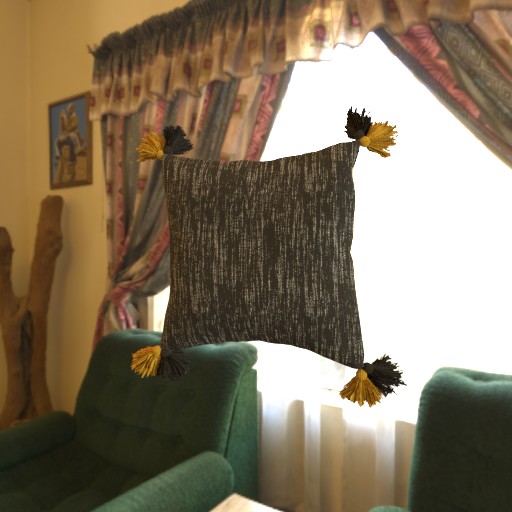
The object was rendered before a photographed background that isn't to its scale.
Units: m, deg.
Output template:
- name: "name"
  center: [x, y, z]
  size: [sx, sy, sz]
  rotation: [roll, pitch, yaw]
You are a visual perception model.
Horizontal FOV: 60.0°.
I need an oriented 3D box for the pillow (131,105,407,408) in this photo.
- name: "pillow"
  center: [0.000, 0.000, 1.005]
  size: [0.654, 0.659, 0.139]
  rotation: [0, 0, 17]
